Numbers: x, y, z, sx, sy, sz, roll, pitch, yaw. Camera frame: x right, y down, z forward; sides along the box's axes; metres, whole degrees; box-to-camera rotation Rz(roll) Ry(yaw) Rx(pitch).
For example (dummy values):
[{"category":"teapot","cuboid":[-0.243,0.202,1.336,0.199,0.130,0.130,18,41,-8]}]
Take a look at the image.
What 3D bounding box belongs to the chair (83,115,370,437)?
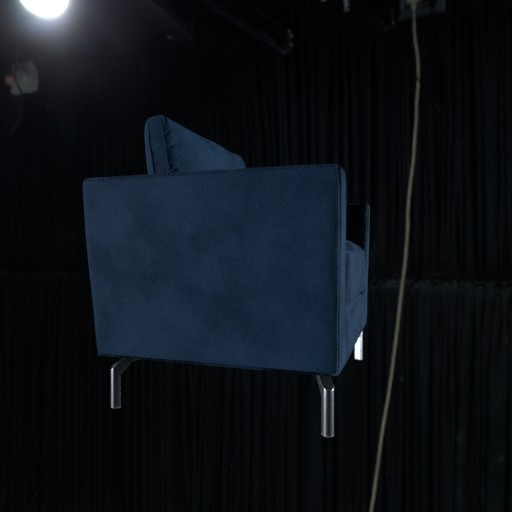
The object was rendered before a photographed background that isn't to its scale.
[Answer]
[{"category":"chair","cuboid":[0.000,0.000,1.615,0.746,0.893,0.977,0,1,18]}]
